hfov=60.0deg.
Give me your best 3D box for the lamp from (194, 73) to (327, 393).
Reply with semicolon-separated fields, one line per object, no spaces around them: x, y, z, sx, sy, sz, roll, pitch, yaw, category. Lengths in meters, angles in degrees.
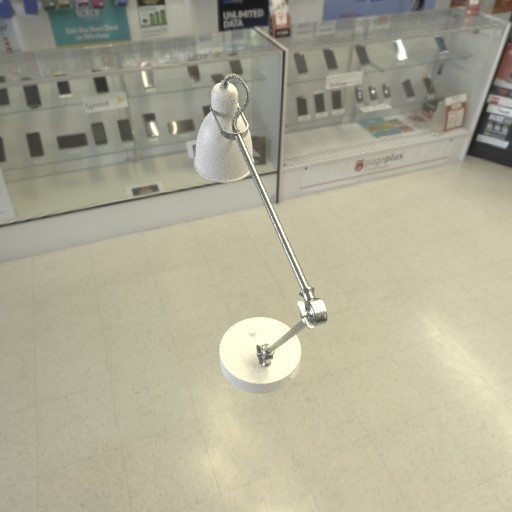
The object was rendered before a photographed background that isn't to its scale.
0.000;0.000;0.865;0.187;0.587;0.561;-12;43;-14;lamp
